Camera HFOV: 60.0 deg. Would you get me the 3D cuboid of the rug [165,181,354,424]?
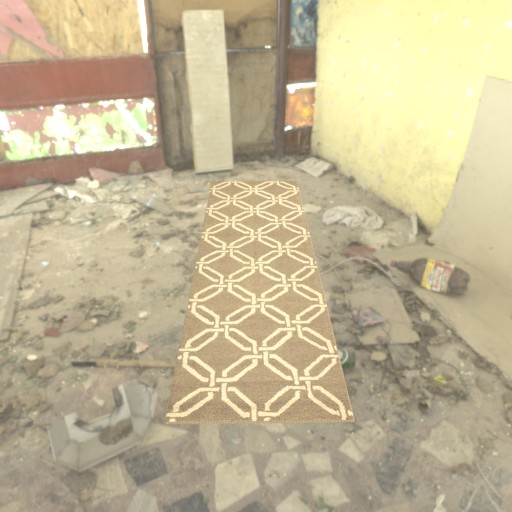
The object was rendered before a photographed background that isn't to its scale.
[{"bbox_3d":[0.000,0.000,2.546,0.678,0.014,2.276,0,31,-1],"label":"rug"}]
